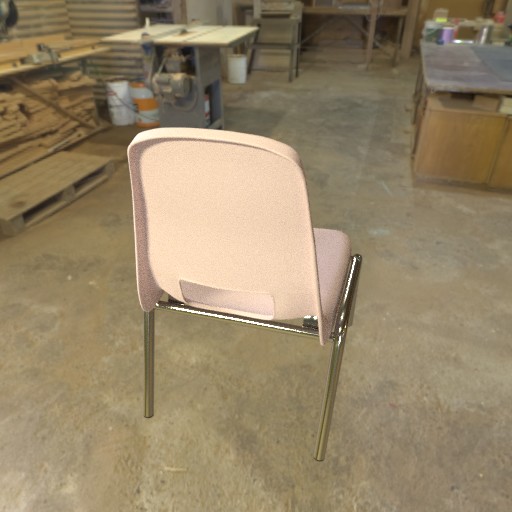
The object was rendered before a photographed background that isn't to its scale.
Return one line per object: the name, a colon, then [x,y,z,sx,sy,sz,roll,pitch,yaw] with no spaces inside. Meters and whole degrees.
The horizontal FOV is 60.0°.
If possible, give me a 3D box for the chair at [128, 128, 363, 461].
chair: [0.000,0.000,0.760,0.354,0.537,0.385,9,33,13]
